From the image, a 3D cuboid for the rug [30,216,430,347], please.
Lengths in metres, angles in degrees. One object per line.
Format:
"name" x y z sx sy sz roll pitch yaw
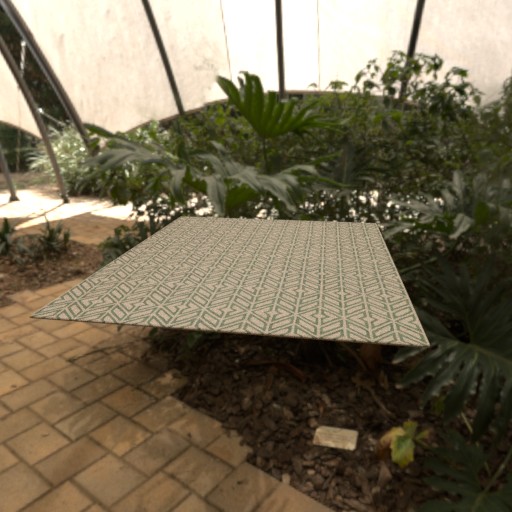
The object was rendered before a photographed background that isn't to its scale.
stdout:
"rug" 0.000 0.000 4.067 2.441 0.017 3.050 3 17 9
